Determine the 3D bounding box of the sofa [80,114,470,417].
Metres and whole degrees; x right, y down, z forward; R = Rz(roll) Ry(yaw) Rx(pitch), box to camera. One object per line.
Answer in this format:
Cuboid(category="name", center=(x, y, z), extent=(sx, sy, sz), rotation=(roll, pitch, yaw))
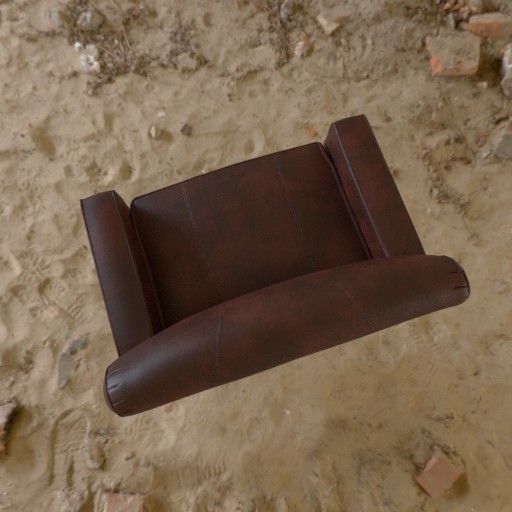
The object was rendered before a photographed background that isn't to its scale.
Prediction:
Cuboid(category="sofa", center=(0.000, 0.000, 2.078), extent=(1.413, 0.956, 1.000), rotation=(-18, 77, -4))
